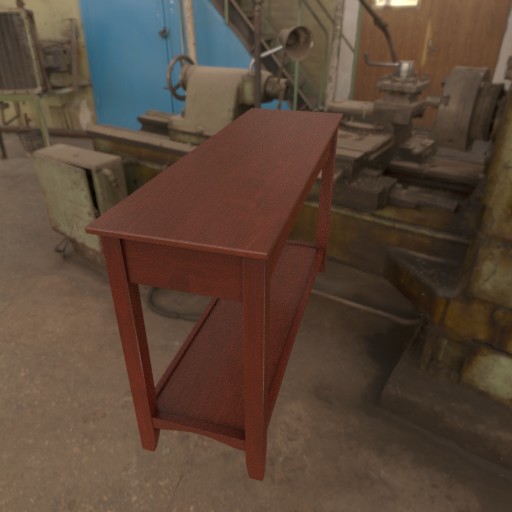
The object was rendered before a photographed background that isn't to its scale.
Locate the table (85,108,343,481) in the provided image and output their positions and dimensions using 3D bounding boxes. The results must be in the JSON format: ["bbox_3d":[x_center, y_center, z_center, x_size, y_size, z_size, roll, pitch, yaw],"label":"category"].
[{"bbox_3d":[0.000,0.000,1.541,0.392,0.739,1.188,8,31,14],"label":"table"}]
